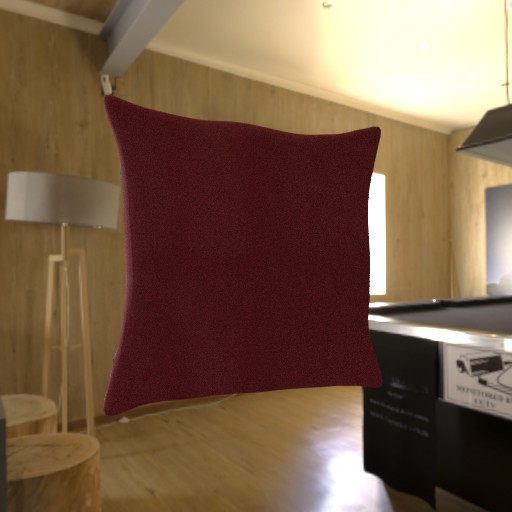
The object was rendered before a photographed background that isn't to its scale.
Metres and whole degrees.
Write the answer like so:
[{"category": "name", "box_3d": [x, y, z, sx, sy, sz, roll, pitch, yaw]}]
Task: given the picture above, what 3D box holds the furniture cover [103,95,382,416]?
[{"category": "furniture cover", "box_3d": [0.000, 0.000, 0.789, 0.514, 0.513, 0.163, 0, -1, -18]}]
